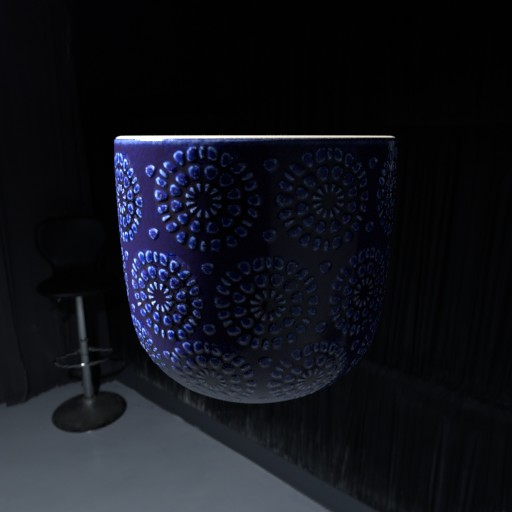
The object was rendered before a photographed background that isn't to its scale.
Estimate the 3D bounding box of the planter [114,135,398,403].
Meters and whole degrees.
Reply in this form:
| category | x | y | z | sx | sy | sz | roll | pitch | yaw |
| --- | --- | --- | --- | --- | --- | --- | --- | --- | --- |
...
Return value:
| category | x | y | z | sx | sy | sz | roll | pitch | yaw |
| --- | --- | --- | --- | --- | --- | --- | --- | --- | --- |
| planter | 0.000 | 0.000 | 0.286 | 0.165 | 0.149 | 0.165 | 0 | 15 | 0 |
